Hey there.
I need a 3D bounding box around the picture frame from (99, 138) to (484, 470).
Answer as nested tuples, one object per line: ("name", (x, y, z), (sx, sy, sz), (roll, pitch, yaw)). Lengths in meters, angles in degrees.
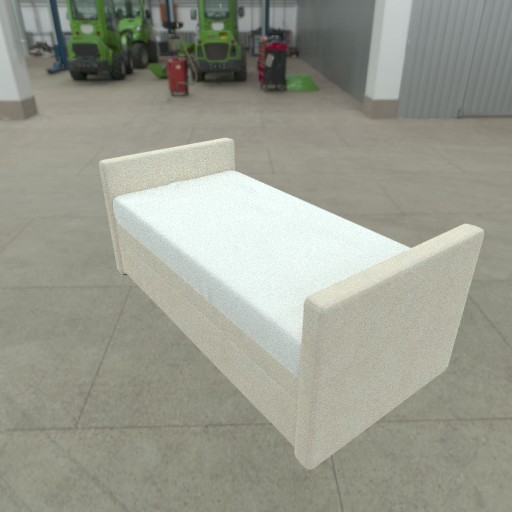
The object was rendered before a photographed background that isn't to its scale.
("picture frame", (0.000, 0.000, 2.749), (1.069, 0.891, 2.161), (-20, 35, -32))
